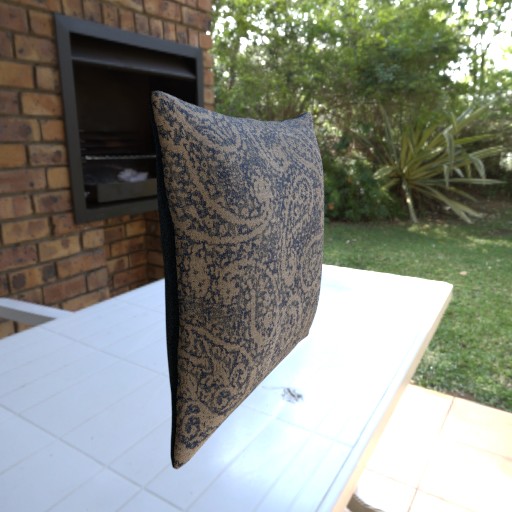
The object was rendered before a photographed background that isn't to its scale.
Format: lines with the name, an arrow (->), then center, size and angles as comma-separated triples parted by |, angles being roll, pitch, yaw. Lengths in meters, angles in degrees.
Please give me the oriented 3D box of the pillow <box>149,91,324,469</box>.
pillow -> 0.000, 0.000, 0.786 | 0.166, 0.510, 0.523 | 7, 16, 26
